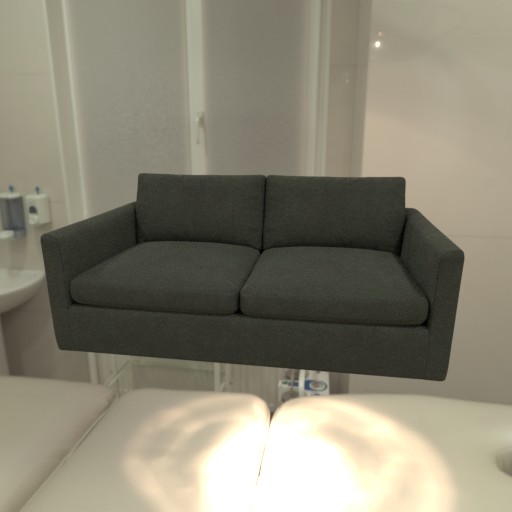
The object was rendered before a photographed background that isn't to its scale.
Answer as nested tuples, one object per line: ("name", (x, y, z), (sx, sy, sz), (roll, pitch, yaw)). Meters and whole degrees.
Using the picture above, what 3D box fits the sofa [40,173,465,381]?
("sofa", (0.000, 0.000, 2.512), (1.909, 0.845, 1.091), (2, 16, 9))
